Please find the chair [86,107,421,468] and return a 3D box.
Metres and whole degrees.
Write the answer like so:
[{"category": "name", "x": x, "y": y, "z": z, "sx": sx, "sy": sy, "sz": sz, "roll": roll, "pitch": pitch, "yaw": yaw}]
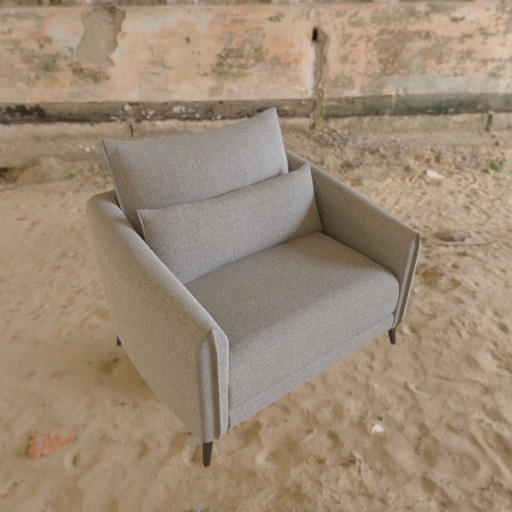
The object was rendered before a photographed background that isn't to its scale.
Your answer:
[{"category": "chair", "x": 0.000, "y": 0.000, "z": 1.654, "sx": 1.029, "sy": 0.856, "sz": 0.801, "roll": -21, "pitch": 37, "yaw": -31}]
